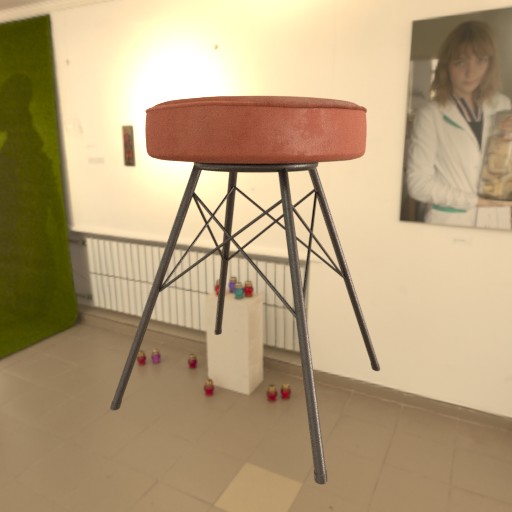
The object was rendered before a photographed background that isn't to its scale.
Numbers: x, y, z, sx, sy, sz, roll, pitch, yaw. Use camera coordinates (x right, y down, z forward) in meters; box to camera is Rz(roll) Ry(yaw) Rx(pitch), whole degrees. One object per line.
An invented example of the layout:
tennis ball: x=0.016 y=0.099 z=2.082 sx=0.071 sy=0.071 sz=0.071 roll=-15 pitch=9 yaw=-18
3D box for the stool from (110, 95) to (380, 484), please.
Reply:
stool: x=0.000 y=0.000 z=0.900 sx=0.457 sy=0.593 sz=0.421 roll=7 pitch=16 yaw=26
